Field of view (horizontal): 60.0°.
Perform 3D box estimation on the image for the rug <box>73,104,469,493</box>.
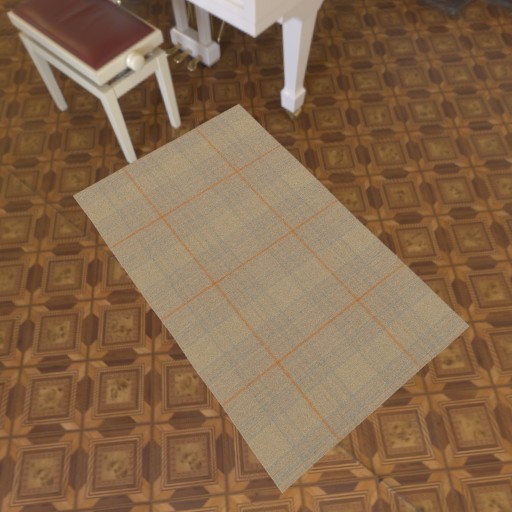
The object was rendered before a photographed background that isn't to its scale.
[{"bbox_3d":[0.000,0.000,3.035,1.527,0.016,2.442,-34,67,-16],"label":"rug"}]
